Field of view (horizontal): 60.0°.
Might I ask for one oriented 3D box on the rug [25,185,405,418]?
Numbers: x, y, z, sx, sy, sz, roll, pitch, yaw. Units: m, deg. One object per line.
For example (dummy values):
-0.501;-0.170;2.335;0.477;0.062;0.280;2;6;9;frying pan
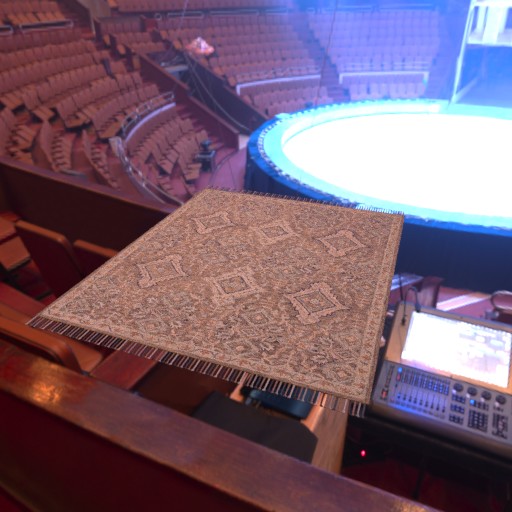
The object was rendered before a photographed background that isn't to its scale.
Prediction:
0.000;0.000;4.080;2.437;0.010;3.056;10;31;18;rug
